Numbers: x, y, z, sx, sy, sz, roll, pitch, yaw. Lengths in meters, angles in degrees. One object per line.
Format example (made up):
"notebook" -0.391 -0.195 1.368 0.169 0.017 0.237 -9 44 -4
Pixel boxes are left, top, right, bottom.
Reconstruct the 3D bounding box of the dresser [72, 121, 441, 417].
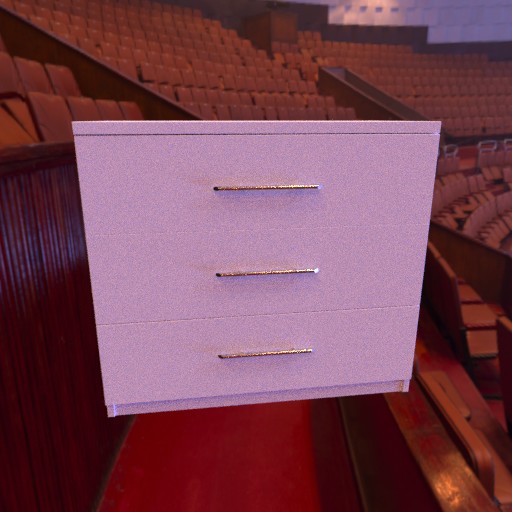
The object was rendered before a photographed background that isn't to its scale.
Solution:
"dresser" 0.000 0.000 1.271 0.830 0.740 0.420 -2 17 -8
